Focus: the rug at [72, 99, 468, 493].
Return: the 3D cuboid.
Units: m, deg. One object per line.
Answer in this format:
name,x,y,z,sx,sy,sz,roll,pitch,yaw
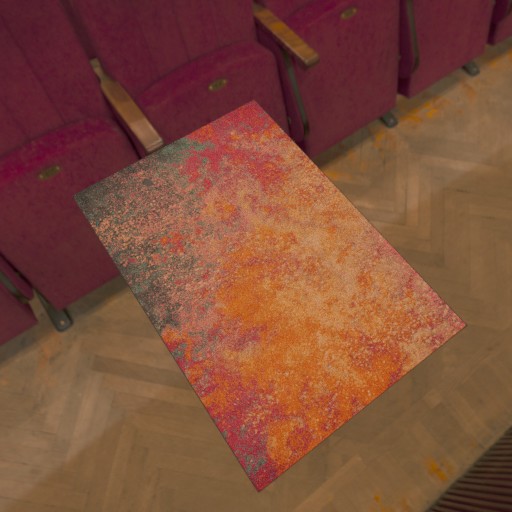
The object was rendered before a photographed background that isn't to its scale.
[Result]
rug,0.000,0.000,3.721,2.007,0.013,2.896,-33,69,-14
